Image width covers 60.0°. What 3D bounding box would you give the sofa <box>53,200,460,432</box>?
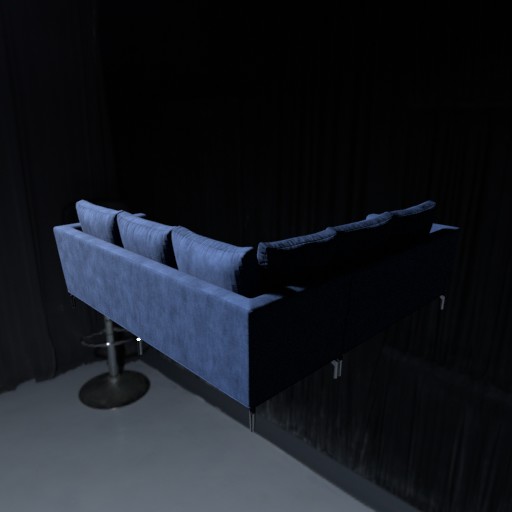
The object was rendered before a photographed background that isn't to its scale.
[{"bbox_3d":[0.000,0.000,3.850,2.472,0.988,2.463,-16,23,-42],"label":"sofa"}]
